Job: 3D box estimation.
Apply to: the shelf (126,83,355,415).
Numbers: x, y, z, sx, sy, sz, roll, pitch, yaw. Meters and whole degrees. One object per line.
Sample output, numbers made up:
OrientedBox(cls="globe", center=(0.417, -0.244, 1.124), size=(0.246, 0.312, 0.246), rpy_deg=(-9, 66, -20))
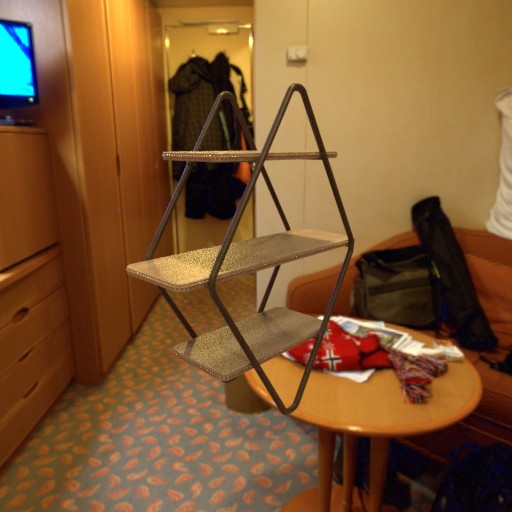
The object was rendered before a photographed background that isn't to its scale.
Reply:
OrientedBox(cls="shelf", center=(0.000, 0.000, 1.080), size=(0.234, 0.774, 0.609), rpy_deg=(13, 19, 42))
